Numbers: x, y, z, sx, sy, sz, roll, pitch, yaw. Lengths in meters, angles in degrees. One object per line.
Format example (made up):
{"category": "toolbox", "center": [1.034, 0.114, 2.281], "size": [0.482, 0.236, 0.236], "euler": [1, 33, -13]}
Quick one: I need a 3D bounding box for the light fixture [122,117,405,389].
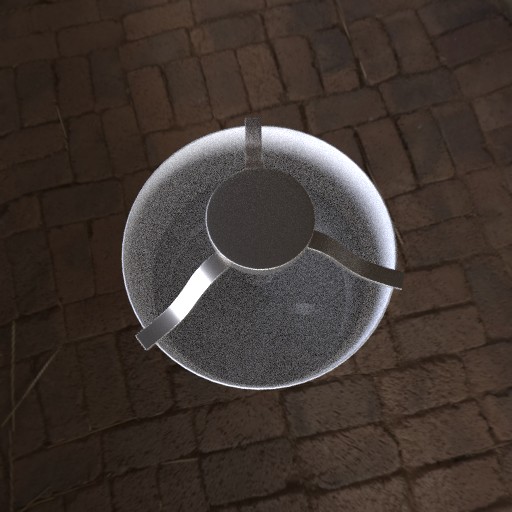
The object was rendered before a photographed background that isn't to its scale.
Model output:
{"category": "light fixture", "center": [0.000, 0.000, 0.651], "size": [0.395, 0.304, 0.395], "euler": [0, 74, 0]}
